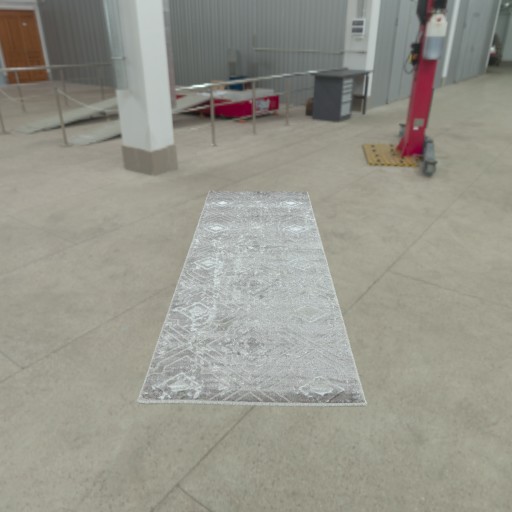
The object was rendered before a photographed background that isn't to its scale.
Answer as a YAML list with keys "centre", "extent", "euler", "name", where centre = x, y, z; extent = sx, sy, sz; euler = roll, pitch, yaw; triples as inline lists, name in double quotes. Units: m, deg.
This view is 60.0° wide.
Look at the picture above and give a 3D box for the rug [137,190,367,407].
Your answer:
- centre: [0.000, 0.000, 2.655]
  extent: [0.832, 0.035, 2.381]
  euler: [0, 27, 1]
  name: "rug"
